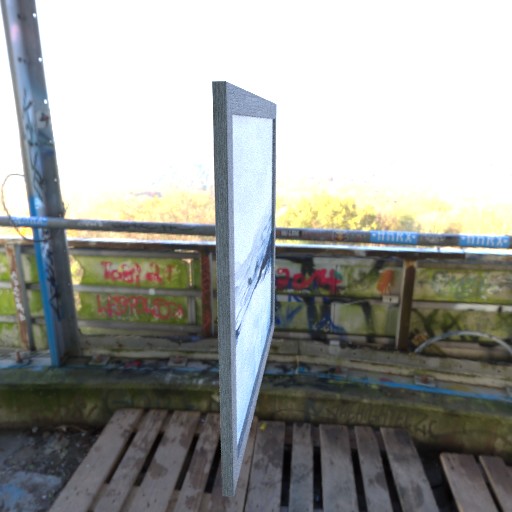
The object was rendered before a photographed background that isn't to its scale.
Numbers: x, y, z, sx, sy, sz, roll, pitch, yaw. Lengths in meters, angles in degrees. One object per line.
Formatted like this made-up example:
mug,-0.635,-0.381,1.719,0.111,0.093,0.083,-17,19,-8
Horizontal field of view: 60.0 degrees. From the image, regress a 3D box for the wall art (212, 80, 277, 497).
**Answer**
wall art,0.000,0.000,1.008,0.020,0.685,0.685,2,17,8
